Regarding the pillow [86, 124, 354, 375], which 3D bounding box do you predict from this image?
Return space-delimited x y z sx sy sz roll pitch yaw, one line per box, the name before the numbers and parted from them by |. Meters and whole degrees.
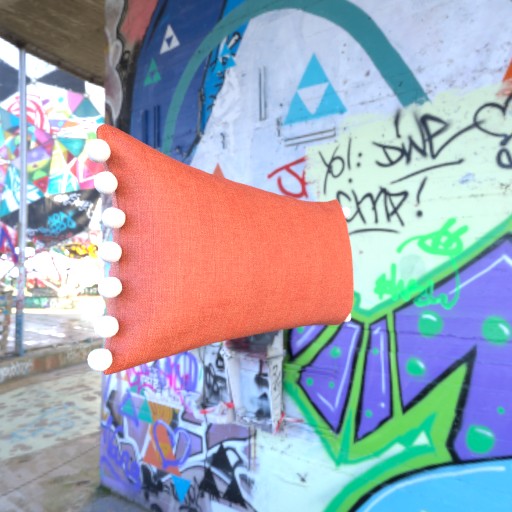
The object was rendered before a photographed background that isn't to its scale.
pillow | 0.000 0.000 0.823 0.201 0.322 0.709 -2 -3 38
